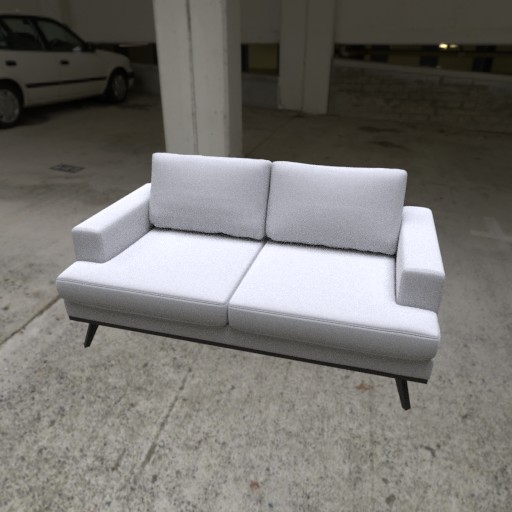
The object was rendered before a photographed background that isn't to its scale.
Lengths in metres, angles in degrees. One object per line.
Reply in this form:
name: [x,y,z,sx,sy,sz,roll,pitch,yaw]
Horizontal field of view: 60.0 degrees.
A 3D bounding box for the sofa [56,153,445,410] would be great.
sofa: [0.000,0.000,2.177,1.650,0.810,0.920,7,27,14]
